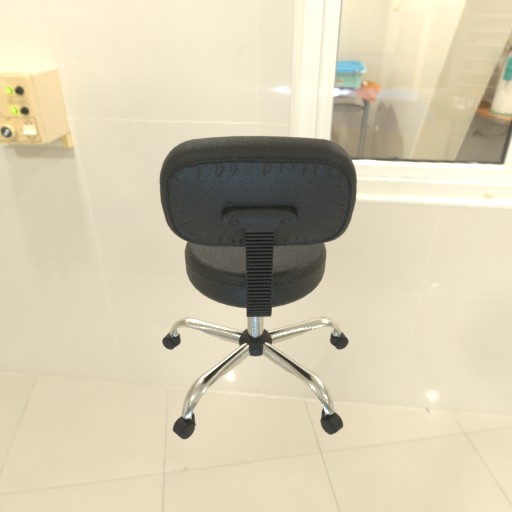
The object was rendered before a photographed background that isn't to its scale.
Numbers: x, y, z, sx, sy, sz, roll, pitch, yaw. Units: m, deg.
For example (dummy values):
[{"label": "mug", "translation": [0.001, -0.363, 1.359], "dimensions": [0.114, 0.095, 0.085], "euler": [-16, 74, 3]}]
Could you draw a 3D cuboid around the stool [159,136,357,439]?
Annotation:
[{"label": "stool", "translation": [0.000, 0.000, 1.325], "dimensions": [0.673, 0.862, 0.648], "euler": [-1, 30, -1]}]
